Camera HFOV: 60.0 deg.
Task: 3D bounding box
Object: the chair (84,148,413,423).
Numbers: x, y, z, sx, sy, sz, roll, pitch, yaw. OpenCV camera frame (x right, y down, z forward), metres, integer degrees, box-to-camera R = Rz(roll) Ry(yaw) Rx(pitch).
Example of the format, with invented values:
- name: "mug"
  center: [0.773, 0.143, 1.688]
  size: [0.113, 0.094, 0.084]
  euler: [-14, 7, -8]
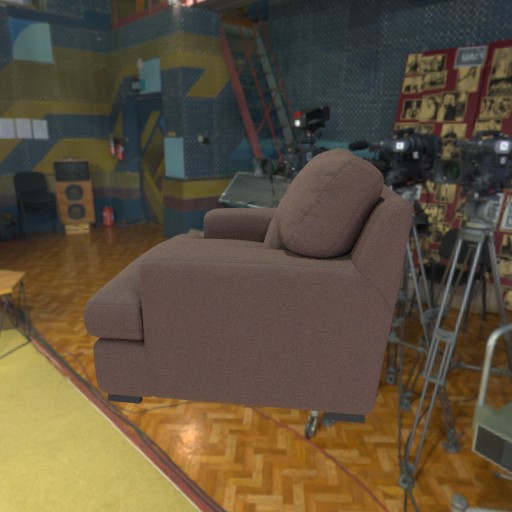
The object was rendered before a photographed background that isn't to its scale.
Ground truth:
- name: "chair"
  center: [0.000, 0.000, 2.035]
  size: [1.143, 0.940, 1.168]
  euler: [2, 15, 8]
